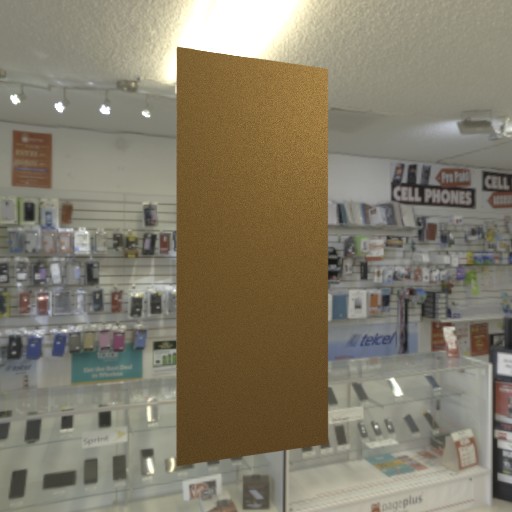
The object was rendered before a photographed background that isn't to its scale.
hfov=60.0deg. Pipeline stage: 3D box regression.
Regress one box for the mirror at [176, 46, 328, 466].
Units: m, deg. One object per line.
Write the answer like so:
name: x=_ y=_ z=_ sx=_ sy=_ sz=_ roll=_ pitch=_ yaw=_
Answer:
mirror: x=0.000 y=0.000 z=2.284 sx=0.812 sy=2.031 sz=0.025 roll=0 pitch=0 yaw=-18
